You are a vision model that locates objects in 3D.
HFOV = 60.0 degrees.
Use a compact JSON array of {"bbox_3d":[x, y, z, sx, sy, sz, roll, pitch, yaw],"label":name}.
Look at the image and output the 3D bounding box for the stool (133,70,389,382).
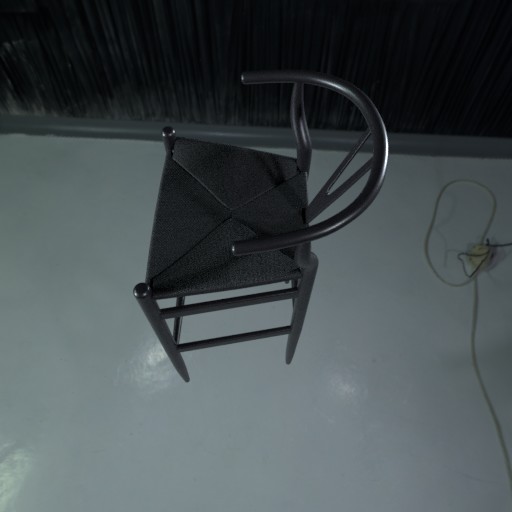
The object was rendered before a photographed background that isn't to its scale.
[{"bbox_3d":[0.000,0.000,1.430,0.579,1.072,0.569,1,60,1],"label":"stool"}]
